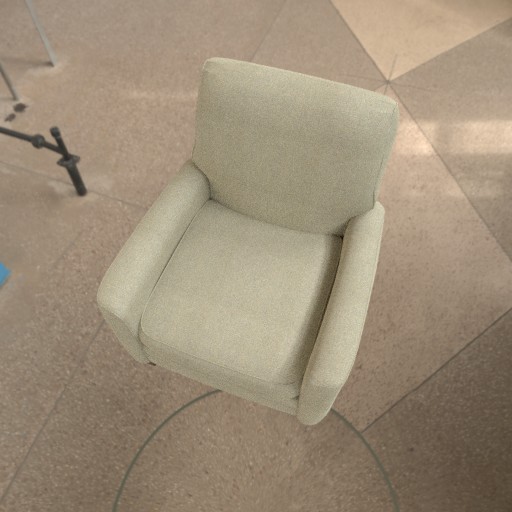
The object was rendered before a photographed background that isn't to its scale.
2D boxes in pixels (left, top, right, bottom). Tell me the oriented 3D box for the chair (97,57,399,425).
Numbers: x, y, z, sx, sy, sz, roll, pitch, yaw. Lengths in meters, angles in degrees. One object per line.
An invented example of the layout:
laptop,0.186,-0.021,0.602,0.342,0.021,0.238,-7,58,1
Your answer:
chair,0.000,0.000,1.600,0.850,1.006,0.853,17,60,10
